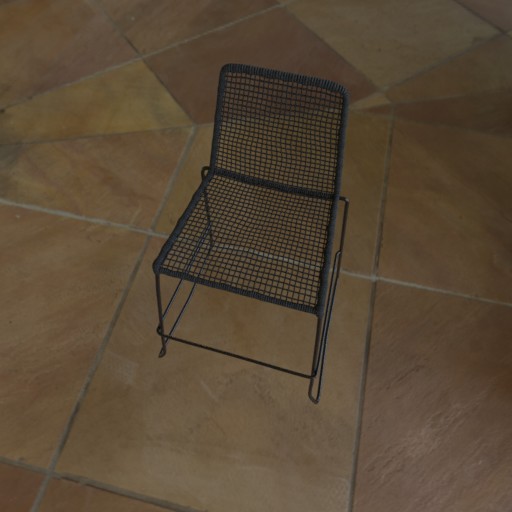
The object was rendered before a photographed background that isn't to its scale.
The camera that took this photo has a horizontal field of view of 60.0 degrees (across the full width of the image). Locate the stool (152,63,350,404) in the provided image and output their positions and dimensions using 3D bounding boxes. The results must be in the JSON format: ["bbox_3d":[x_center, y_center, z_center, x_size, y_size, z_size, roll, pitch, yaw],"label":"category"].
[{"bbox_3d":[0.000,0.000,1.292,0.590,0.905,0.509,14,60,8],"label":"stool"}]
